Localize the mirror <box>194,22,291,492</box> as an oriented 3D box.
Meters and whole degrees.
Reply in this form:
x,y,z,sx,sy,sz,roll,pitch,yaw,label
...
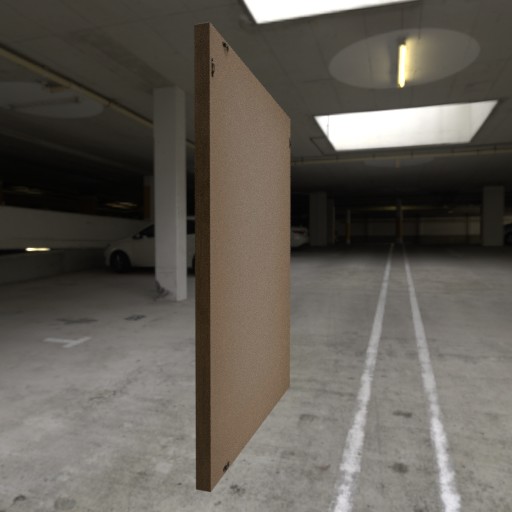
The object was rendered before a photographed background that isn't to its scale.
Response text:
x,y,z,sx,sy,sz,roll,pitch,yaw,label
0.000,0.000,1.325,0.041,1.016,0.762,0,1,17,mirror
